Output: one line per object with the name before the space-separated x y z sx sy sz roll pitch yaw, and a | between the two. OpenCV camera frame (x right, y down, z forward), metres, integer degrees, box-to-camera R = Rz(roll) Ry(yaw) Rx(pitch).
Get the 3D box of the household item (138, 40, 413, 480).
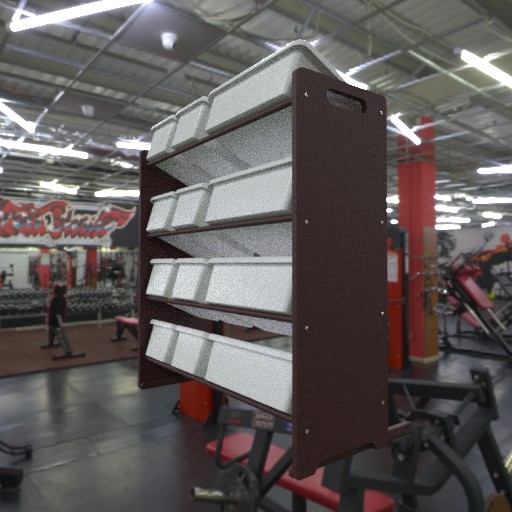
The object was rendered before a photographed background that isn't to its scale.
household item | 0.000 0.000 1.271 0.389 0.864 0.787 1 -1 -37
